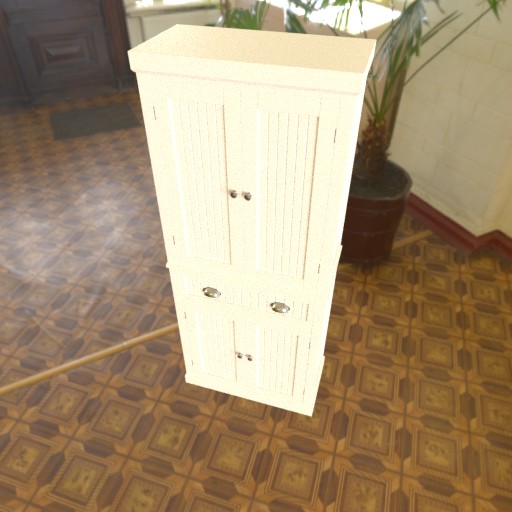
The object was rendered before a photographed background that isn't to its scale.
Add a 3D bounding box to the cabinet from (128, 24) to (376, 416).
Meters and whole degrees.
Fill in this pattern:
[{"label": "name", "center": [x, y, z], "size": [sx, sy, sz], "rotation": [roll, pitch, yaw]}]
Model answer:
[{"label": "cabinet", "center": [0.000, 0.000, 2.064], "size": [0.754, 1.829, 0.390], "rotation": [11, 41, 13]}]
